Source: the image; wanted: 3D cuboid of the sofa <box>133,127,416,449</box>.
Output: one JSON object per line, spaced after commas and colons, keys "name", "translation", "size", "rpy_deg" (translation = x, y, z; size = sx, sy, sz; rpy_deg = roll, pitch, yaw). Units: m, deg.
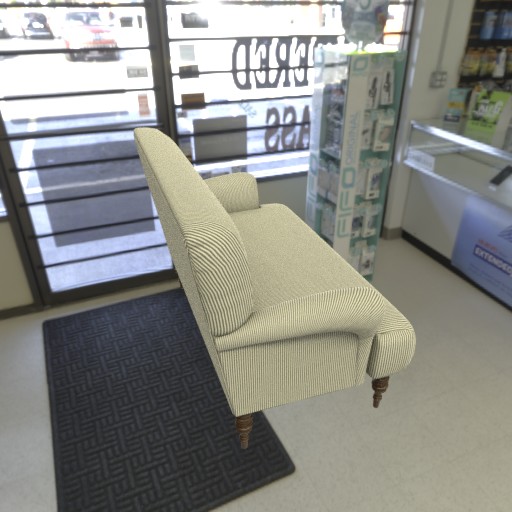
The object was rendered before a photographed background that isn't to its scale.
{"name": "sofa", "translation": [0.000, 0.000, 1.861], "size": [0.779, 0.889, 1.297], "rpy_deg": [-10, 31, -17]}
